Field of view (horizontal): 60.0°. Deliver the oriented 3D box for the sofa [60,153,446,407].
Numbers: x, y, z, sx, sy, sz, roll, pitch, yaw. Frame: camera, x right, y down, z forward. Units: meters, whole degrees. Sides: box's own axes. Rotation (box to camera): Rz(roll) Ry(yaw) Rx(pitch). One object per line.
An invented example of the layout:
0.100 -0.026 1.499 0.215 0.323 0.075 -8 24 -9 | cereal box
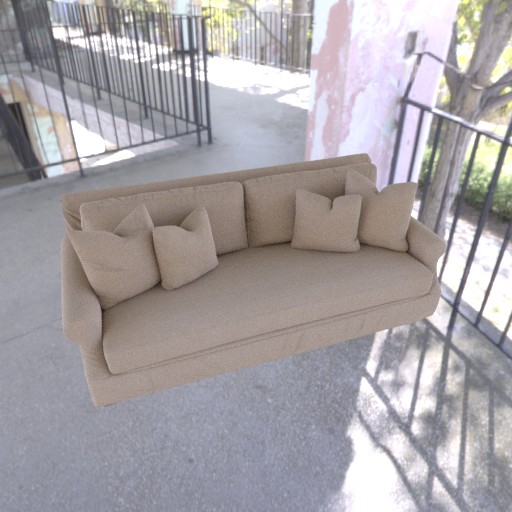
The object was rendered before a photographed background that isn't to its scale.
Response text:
0.000 0.000 2.804 2.285 0.904 1.067 -11 34 -17 | sofa
